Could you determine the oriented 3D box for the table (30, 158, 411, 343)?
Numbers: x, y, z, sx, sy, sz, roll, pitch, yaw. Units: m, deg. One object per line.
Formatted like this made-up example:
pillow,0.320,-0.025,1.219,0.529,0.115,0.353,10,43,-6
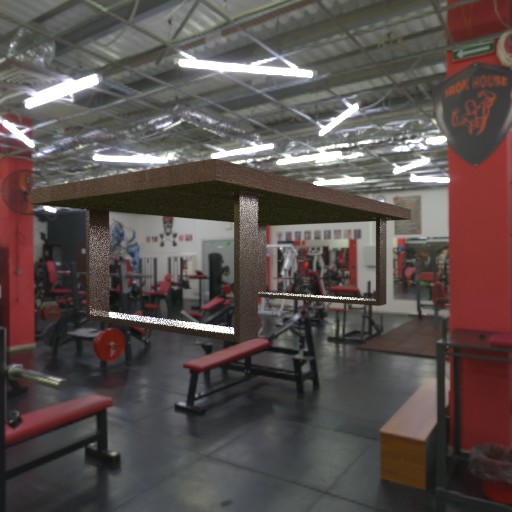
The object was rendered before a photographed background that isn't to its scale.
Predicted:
table,0.000,0.000,1.773,0.800,0.440,1.400,0,0,36
